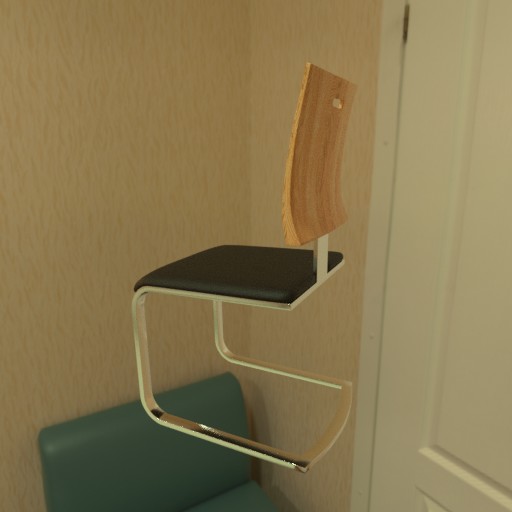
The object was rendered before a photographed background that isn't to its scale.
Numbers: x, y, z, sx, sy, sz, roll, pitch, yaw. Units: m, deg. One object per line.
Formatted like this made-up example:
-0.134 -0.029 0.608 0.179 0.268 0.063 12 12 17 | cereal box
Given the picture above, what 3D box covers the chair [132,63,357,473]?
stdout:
0.000 0.000 1.260 0.560 0.936 0.462 7 16 25 | chair
